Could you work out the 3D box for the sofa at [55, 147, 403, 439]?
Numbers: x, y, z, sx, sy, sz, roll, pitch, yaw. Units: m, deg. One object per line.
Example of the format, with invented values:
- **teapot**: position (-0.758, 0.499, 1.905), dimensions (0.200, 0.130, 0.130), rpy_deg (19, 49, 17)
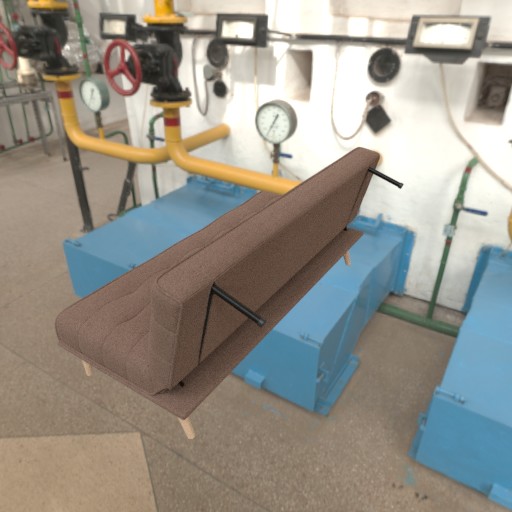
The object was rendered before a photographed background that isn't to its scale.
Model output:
- **sofa**: position (0.000, 0.000, 2.367), dimensions (1.038, 0.810, 1.820), rpy_deg (19, 35, 28)
